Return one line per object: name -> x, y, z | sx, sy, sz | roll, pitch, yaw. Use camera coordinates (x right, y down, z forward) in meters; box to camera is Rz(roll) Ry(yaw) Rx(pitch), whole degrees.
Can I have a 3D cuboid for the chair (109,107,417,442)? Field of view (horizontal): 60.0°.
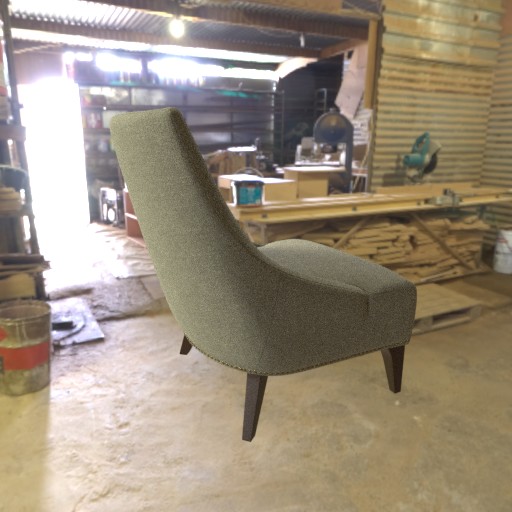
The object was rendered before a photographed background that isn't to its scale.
chair -> 0.000, 0.000, 1.493 | 0.861, 0.909, 0.701 | -8, 17, -26
